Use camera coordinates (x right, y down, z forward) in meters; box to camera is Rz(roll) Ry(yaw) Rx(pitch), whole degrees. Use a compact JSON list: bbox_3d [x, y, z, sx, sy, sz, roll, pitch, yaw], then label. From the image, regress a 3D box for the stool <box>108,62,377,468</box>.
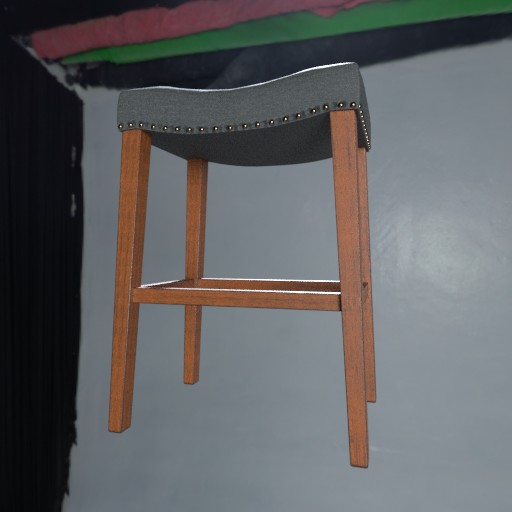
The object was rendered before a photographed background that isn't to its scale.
[{"bbox_3d":[0.000,0.000,0.854,0.439,0.612,0.320,0,1,17],"label":"stool"}]
